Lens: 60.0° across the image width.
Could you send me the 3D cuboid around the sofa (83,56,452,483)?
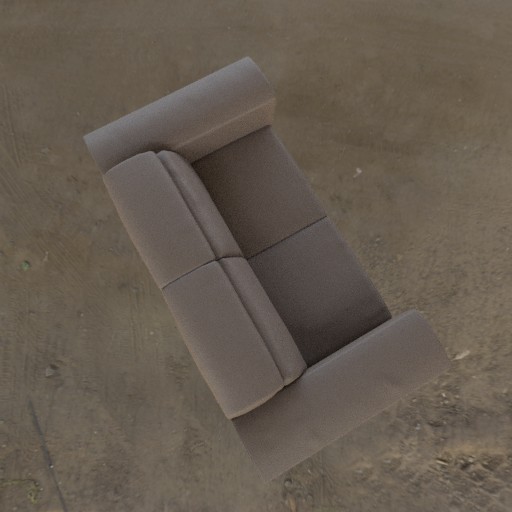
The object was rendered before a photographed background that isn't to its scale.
[{"bbox_3d":[0.000,0.000,2.346,1.003,0.779,1.895,-29,78,-7],"label":"sofa"}]
